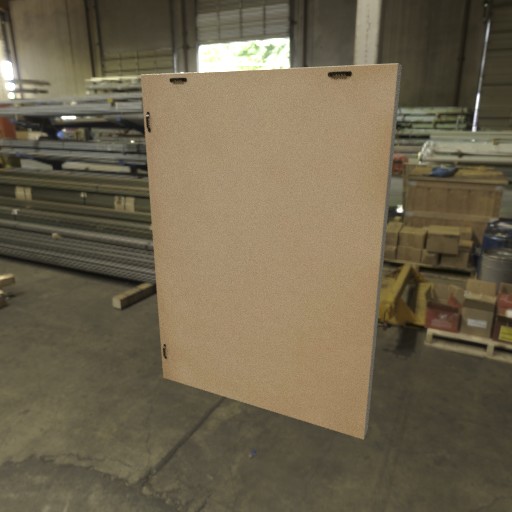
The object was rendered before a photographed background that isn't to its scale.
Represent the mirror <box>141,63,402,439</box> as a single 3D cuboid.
[{"bbox_3d":[0.000,0.000,0.917,0.507,0.710,0.040,9,20,25],"label":"mirror"}]
